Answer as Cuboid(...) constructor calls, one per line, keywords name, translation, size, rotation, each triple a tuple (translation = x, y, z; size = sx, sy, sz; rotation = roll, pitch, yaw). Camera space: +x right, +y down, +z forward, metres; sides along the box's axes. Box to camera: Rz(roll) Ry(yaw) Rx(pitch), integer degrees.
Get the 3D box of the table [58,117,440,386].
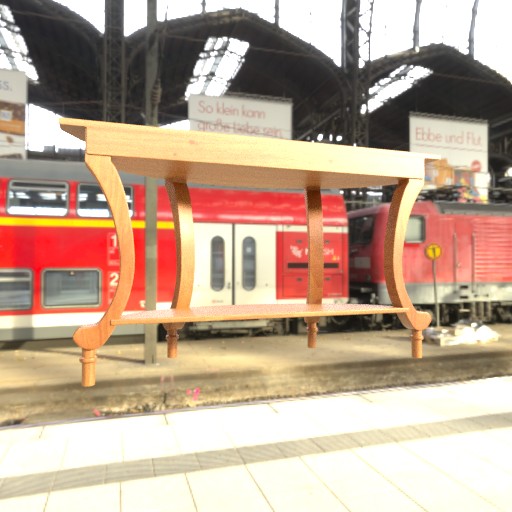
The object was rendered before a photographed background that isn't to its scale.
Cuboid(name="table", translation=(0.000, 0.000, 1.500), size=(1.198, 0.692, 0.394), rotation=(0, -1, -19))
